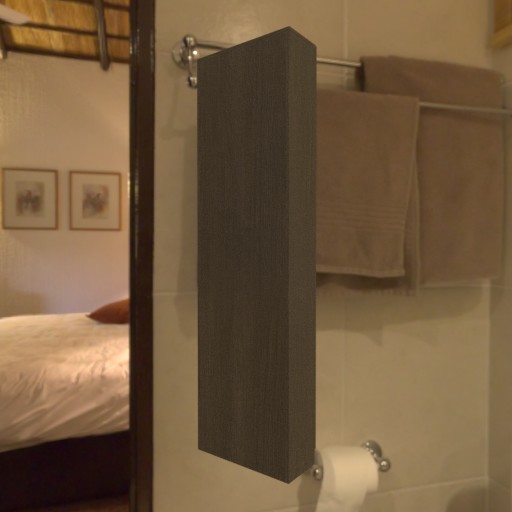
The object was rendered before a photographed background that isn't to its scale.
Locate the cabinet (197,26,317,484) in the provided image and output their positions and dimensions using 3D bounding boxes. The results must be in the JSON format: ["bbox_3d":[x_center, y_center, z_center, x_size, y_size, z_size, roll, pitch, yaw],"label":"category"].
[{"bbox_3d":[0.000,0.000,1.975,0.500,1.790,0.230,1,1,37],"label":"cabinet"}]
